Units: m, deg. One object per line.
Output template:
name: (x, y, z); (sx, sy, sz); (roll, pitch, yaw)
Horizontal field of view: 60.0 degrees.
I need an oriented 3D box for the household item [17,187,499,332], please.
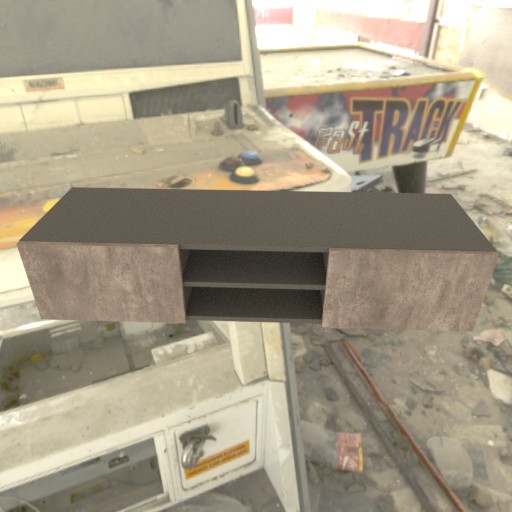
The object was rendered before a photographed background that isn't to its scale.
household item: (0.000, 0.000, 1.541); (1.400, 0.310, 0.420); (1, 32, 2)
